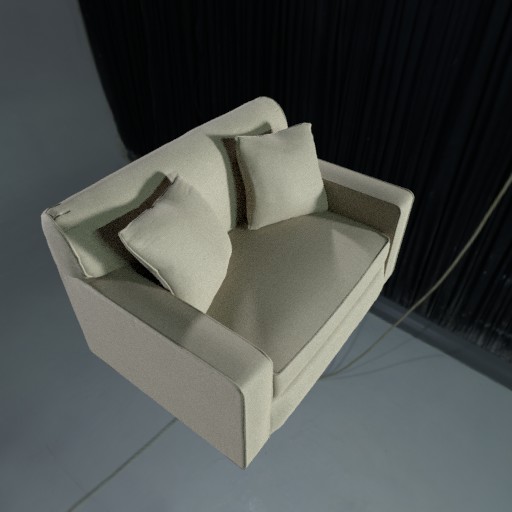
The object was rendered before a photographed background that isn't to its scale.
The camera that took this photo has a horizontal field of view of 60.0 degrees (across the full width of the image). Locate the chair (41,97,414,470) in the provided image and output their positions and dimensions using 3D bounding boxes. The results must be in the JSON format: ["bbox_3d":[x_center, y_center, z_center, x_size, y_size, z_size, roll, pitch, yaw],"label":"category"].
[{"bbox_3d":[0.000,0.000,2.072,1.000,0.948,1.383,26,48,27],"label":"chair"}]
